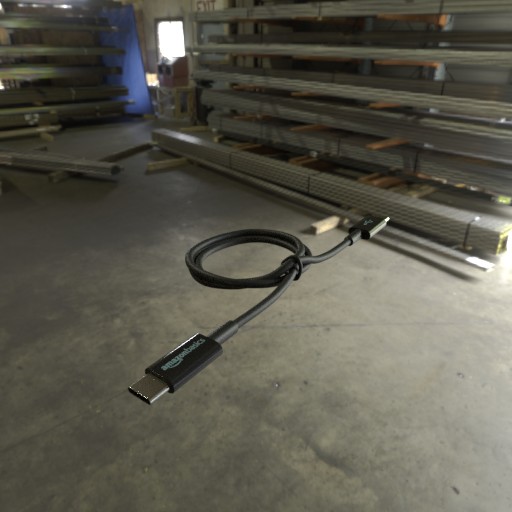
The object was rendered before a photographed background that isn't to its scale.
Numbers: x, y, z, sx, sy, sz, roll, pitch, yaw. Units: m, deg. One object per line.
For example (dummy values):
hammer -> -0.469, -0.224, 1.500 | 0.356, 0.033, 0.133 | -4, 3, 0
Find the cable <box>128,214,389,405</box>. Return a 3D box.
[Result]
cable -> 0.000, 0.000, 0.231 | 0.070, 0.014, 0.203 | 17, 31, 32
